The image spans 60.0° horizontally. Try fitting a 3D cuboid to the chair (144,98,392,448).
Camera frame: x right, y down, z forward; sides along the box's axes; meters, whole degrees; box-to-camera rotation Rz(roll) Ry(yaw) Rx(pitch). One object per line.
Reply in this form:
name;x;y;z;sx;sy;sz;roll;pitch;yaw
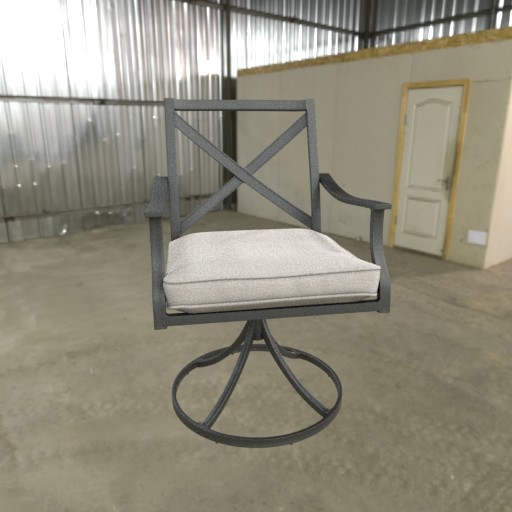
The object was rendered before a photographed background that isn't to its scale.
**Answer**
chair;0.000;0.000;1.292;0.575;0.889;0.620;-3;17;-9
